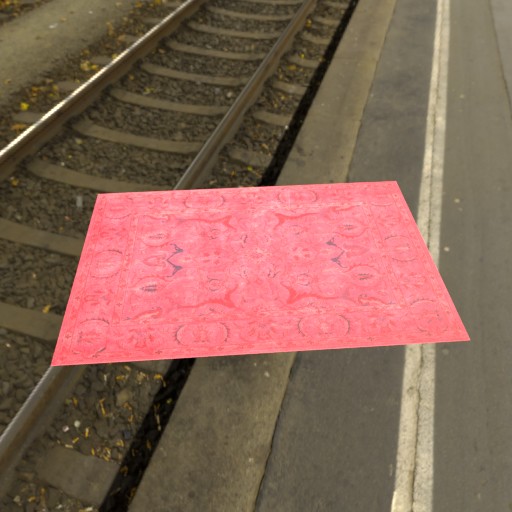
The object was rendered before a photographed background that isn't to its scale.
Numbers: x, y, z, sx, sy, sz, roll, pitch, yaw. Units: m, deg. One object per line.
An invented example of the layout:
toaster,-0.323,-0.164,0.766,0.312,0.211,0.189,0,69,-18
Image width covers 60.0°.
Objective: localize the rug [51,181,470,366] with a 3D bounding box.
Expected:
rug,0.000,0.000,3.077,2.423,0.010,1.534,-3,47,-3
